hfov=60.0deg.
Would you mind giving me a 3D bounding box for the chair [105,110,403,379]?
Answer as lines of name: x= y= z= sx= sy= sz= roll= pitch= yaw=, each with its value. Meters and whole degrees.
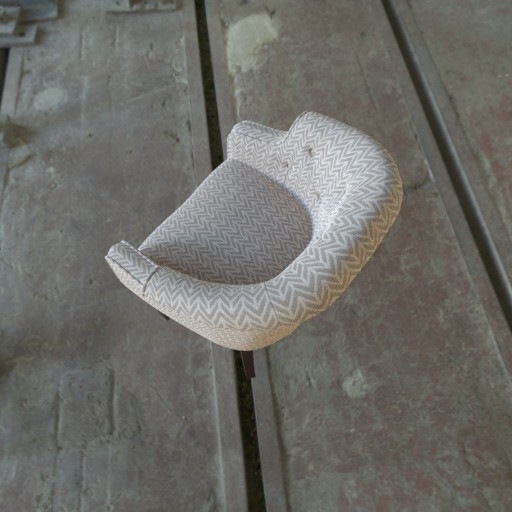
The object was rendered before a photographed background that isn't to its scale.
chair: x=0.000 y=0.000 z=1.356 sx=0.613 sy=0.858 sz=0.686 roll=34 pitch=69 yaw=15
